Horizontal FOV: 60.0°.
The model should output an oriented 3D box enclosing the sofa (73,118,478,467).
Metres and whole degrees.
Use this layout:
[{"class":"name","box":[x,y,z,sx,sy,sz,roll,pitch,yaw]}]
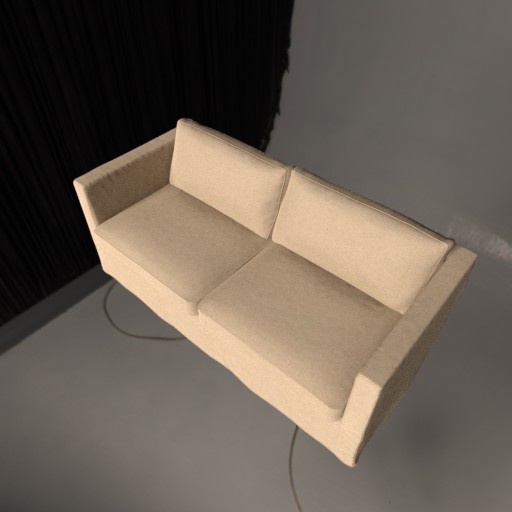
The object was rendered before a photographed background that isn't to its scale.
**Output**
[{"class":"sofa","box":[0.000,0.000,2.469,1.987,0.847,0.956,32,53,27]}]
